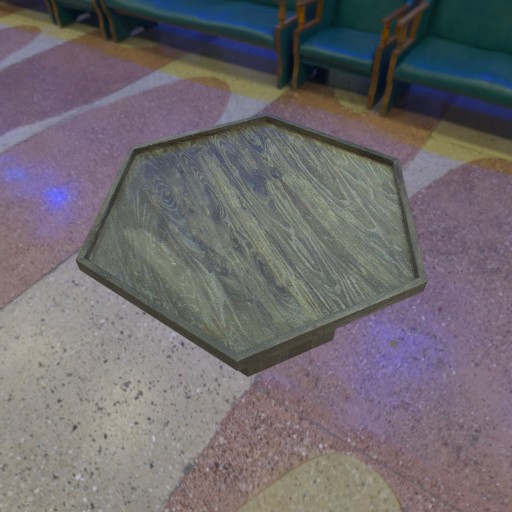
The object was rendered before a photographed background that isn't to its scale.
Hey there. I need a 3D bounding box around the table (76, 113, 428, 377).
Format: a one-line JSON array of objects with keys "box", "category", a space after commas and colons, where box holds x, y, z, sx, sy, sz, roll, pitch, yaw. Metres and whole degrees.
[{"box": [0.000, 0.000, 1.576, 1.115, 0.488, 0.966, 27, 53, 23], "category": "table"}]
